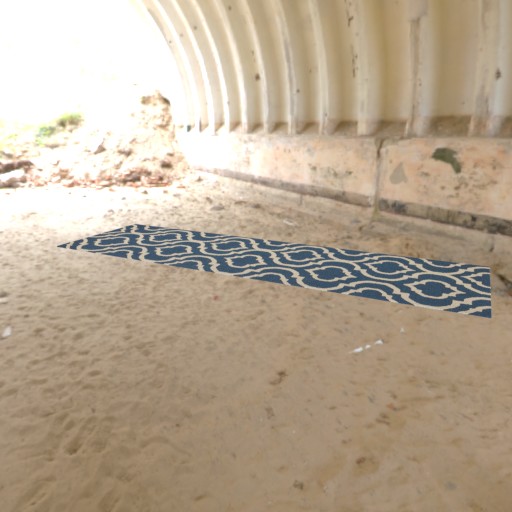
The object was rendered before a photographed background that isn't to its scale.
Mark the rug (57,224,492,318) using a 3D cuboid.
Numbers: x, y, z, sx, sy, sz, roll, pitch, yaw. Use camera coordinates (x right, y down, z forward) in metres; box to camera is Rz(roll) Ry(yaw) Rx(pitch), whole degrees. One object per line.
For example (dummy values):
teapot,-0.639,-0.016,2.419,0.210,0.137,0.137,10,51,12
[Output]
rug,0.000,0.000,2.434,2.296,0.006,0.685,8,18,25
